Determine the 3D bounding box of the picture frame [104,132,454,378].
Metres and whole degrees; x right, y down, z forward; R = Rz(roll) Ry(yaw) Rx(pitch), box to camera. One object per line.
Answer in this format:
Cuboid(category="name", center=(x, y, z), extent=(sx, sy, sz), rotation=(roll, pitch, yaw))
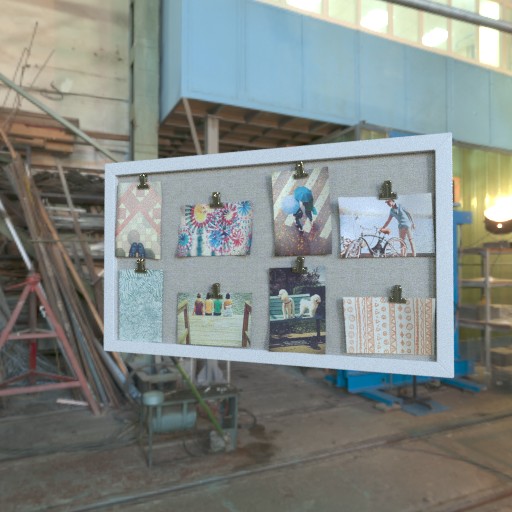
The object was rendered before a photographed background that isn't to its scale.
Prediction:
Cuboid(category="picture frame", center=(0.000, 0.000, 0.795), extent=(0.647, 0.379, 0.044), rotation=(0, -1, 19))
